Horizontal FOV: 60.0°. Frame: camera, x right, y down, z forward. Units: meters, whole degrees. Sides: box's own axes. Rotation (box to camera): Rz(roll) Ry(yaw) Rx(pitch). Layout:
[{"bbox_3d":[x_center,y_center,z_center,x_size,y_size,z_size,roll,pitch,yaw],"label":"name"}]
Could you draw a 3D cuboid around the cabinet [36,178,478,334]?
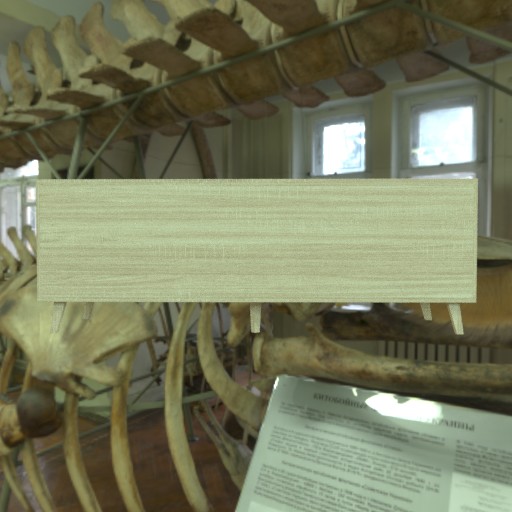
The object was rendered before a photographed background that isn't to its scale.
[{"bbox_3d":[0.000,0.000,2.465,2.200,0.780,0.500,0,2,1],"label":"cabinet"}]
